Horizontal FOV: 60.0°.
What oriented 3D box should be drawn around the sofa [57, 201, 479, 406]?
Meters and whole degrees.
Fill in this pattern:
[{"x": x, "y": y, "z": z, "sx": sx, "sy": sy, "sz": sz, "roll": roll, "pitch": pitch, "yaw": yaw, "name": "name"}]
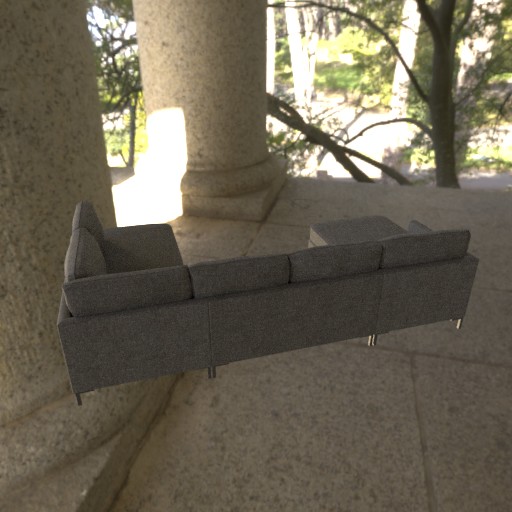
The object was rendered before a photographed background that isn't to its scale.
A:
[{"x": 0.000, "y": 0.000, "z": 4.305, "sx": 3.423, "sy": 0.999, "sz": 2.048, "roll": -8, "pitch": 28, "yaw": -15, "name": "sofa"}]
